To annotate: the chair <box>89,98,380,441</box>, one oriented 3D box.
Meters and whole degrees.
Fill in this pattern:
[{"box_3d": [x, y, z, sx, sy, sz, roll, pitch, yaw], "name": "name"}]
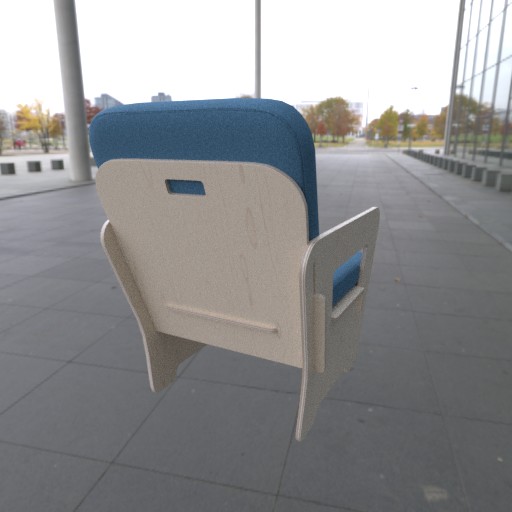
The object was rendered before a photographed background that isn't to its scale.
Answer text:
[{"box_3d": [0.000, 0.000, 1.182, 0.547, 0.747, 0.657, 8, 17, 27], "name": "chair"}]
